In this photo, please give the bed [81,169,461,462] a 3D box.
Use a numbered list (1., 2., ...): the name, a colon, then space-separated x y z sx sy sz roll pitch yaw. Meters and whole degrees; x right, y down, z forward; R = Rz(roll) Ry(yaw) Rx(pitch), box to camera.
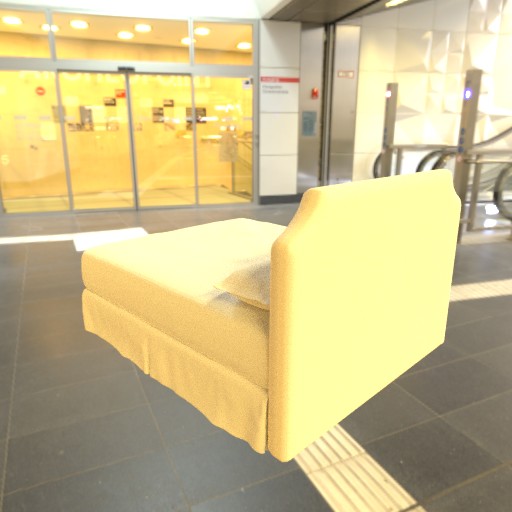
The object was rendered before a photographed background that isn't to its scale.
1. bed: 0.000 0.000 3.789 2.134 1.524 2.548 -15 22 -42
